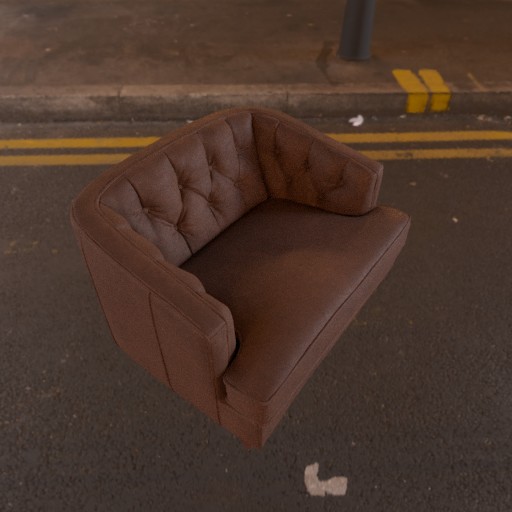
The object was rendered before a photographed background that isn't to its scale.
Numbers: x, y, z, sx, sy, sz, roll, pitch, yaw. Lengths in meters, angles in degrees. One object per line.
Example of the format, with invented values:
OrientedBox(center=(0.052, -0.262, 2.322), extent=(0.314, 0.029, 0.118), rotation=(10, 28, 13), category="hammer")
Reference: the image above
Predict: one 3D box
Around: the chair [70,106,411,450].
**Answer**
OrientedBox(center=(0.000, 0.000, 1.774), extent=(0.914, 0.787, 1.118), rotation=(27, 49, 26), category="chair")
